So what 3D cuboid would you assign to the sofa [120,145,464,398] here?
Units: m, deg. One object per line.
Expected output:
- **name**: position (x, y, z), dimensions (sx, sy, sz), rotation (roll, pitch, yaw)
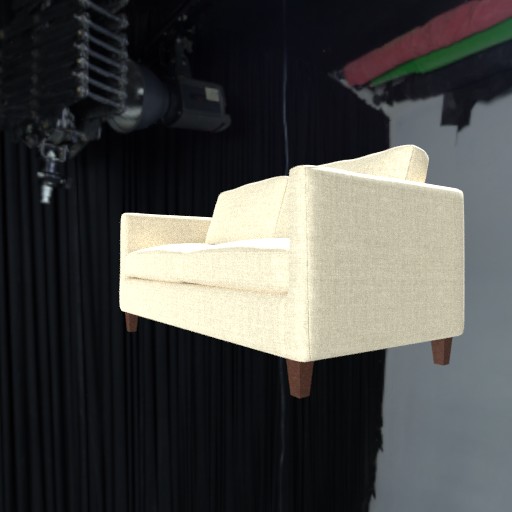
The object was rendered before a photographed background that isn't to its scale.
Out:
- **sofa**: position (0.000, 0.000, 2.423), dimensions (0.950, 0.963, 1.884), rotation (0, -1, -35)
